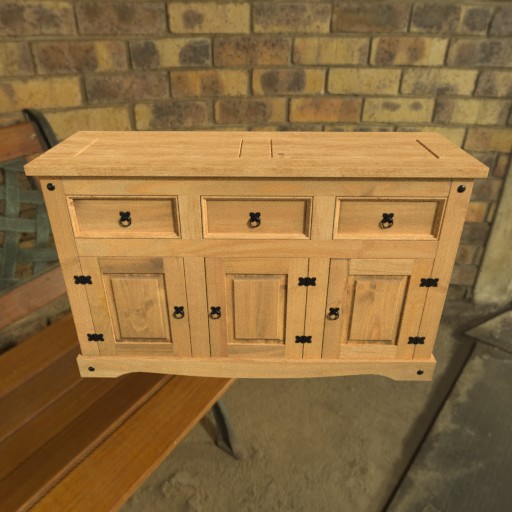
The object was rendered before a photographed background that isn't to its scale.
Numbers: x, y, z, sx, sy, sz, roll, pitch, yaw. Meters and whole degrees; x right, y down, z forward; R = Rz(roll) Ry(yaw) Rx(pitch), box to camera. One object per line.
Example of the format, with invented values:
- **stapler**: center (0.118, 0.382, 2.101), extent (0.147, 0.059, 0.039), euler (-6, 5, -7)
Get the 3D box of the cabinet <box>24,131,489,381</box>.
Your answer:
- **cabinet**: center (0.000, 0.000, 1.640), extent (1.321, 0.810, 0.432), euler (0, 29, 1)
